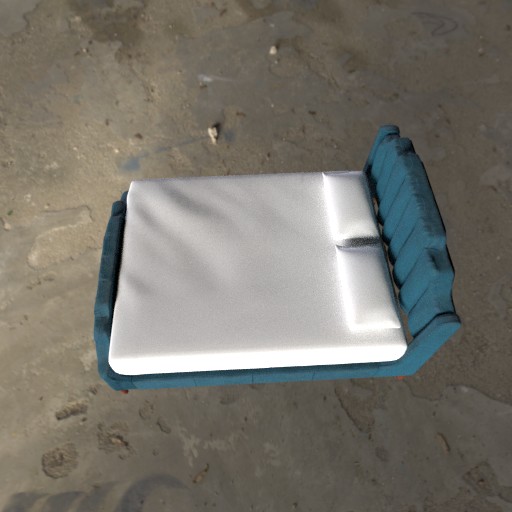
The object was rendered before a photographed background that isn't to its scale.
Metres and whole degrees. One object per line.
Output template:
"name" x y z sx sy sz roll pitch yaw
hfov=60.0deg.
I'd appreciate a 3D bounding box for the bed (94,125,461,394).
"bed" 0.000 0.000 3.372 2.322 1.351 1.676 -3 58 -2
